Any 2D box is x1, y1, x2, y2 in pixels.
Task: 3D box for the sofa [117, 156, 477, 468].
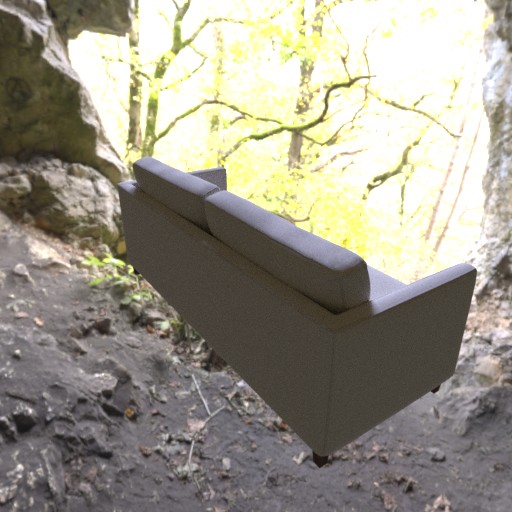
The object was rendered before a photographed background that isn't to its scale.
[{"bbox_3d":[0.000,0.000,2.794,0.951,0.962,2.361,-16,30,-31],"label":"sofa"}]
